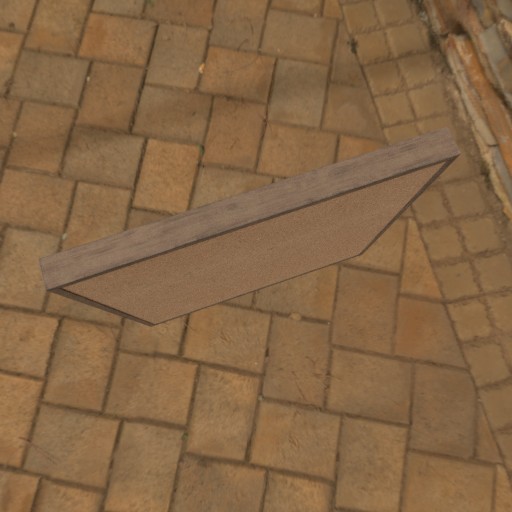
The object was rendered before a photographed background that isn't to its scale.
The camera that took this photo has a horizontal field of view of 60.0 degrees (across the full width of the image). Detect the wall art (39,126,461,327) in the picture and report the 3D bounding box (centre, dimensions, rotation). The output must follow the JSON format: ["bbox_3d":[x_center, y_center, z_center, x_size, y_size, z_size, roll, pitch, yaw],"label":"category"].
[{"bbox_3d":[0.000,0.000,0.764,0.508,0.508,0.038,-19,77,-4],"label":"wall art"}]
